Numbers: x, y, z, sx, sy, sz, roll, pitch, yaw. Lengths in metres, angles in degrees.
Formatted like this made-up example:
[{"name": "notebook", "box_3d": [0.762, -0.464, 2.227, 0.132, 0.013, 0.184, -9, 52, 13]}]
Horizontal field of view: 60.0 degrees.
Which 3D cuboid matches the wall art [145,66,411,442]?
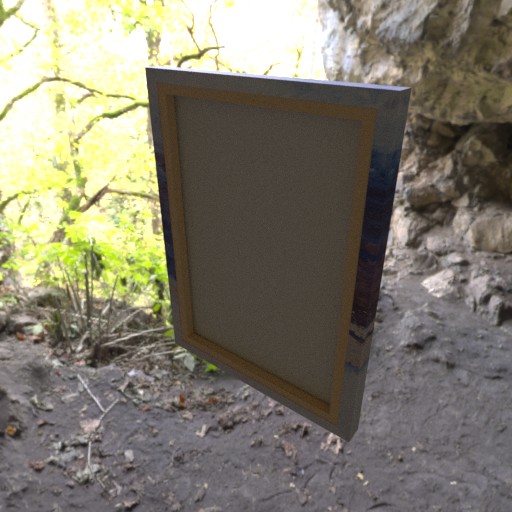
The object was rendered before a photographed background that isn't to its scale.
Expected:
[{"name": "wall art", "box_3d": [0.000, 0.000, 0.766, 0.437, 0.581, 0.036, 20, 34, 33]}]
